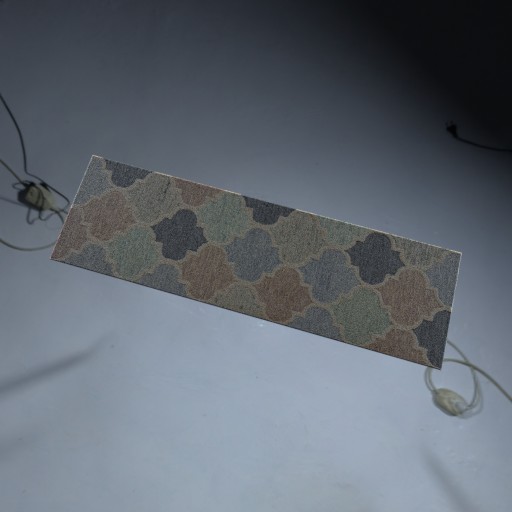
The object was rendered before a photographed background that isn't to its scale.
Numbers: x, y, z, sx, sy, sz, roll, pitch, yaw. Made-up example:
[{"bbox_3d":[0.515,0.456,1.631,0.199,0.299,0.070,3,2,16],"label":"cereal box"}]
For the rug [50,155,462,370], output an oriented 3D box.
[{"bbox_3d":[0.000,0.000,2.566,2.287,0.011,0.687,15,76,4],"label":"rug"}]
